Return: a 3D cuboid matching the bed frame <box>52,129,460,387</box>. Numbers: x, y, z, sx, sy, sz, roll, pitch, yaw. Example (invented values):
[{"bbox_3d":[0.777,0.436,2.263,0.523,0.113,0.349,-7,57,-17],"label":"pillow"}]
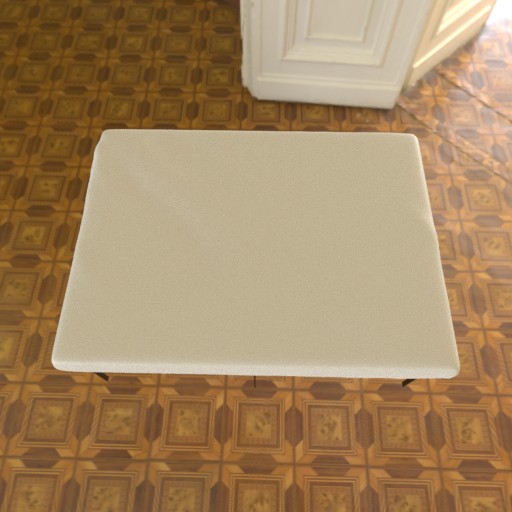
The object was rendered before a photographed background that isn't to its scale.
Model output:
[{"bbox_3d":[0.000,0.000,2.828,2.151,0.667,1.584,1,63,0],"label":"bed frame"}]
